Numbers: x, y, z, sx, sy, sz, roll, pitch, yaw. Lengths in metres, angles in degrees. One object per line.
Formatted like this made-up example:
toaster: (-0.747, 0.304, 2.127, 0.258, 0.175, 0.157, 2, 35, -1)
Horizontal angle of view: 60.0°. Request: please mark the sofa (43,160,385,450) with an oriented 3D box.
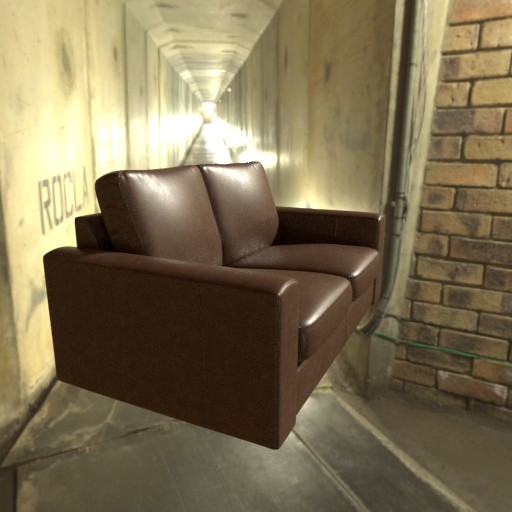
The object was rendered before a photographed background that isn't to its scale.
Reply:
sofa: (0.000, 0.000, 2.180, 1.016, 0.873, 1.616, 7, 16, 25)
